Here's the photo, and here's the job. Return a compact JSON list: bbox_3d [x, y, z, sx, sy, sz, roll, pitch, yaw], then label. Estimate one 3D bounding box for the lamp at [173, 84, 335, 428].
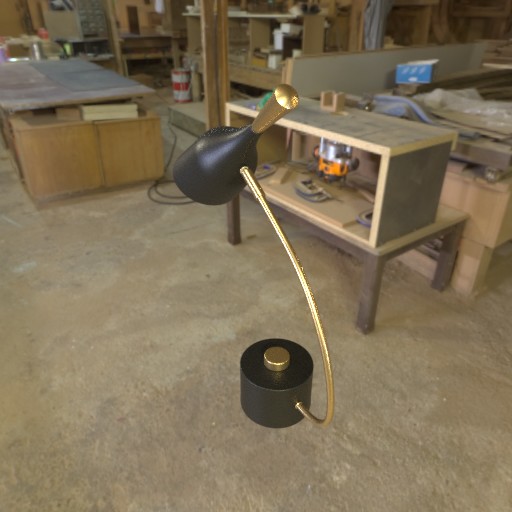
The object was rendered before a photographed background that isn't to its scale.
[{"bbox_3d":[0.000,0.000,0.614,0.110,0.464,0.352,-18,35,-28],"label":"lamp"}]
